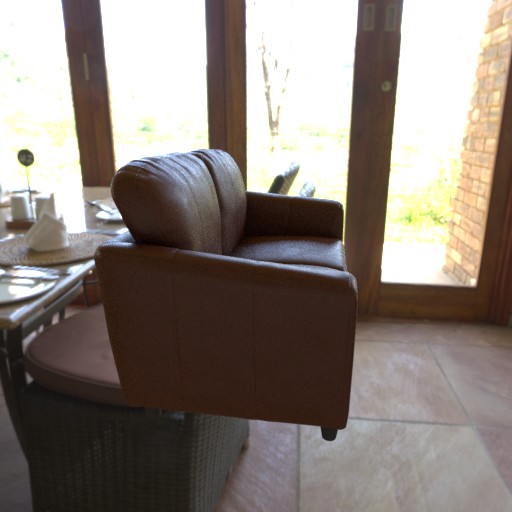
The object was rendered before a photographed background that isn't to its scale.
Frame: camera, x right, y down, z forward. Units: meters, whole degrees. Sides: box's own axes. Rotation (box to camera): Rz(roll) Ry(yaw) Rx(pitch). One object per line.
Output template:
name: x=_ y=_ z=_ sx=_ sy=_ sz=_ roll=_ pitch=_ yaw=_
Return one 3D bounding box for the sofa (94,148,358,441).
sofa: x=0.000 y=0.000 z=1.958 sx=0.805 sy=0.906 sz=1.406 roll=3 pitch=17 yaw=9
